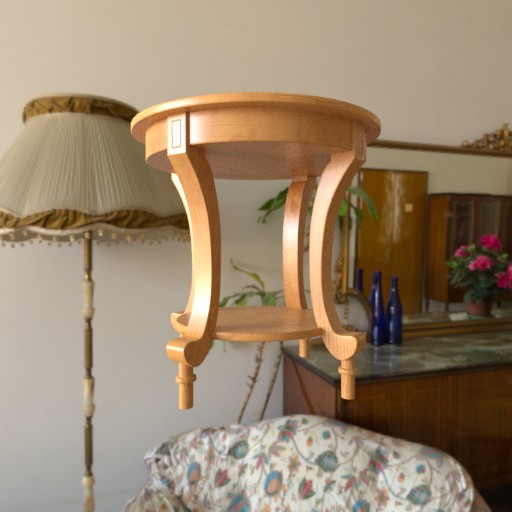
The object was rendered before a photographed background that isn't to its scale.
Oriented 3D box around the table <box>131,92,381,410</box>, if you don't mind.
[{"bbox_3d":[0.000,0.000,1.107,0.597,0.612,0.597,0,2,0],"label":"table"}]
